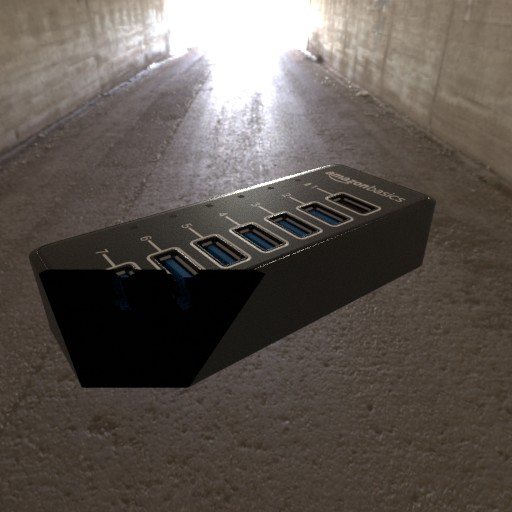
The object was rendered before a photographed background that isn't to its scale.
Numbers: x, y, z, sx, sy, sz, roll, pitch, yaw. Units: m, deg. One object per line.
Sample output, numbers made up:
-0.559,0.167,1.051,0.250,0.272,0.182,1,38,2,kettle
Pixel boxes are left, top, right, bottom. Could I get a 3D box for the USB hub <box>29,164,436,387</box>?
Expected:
0.000,0.000,0.128,0.110,0.023,0.044,-21,36,-31,USB hub
